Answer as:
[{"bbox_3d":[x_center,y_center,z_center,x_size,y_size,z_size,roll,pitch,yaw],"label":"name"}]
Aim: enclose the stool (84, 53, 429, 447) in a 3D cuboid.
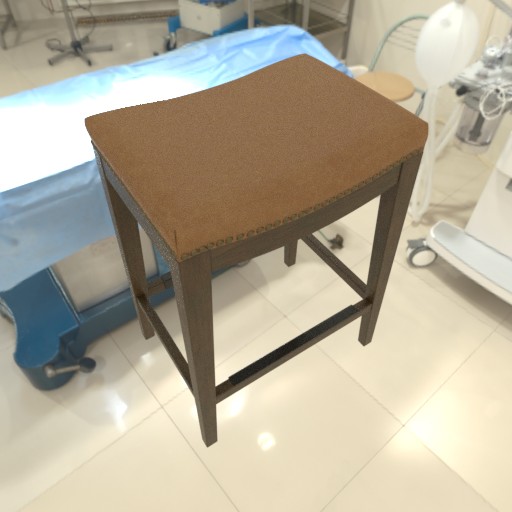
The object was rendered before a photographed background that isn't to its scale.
[{"bbox_3d":[0.000,0.000,0.955,0.500,0.660,0.361,-26,52,-22],"label":"stool"}]
